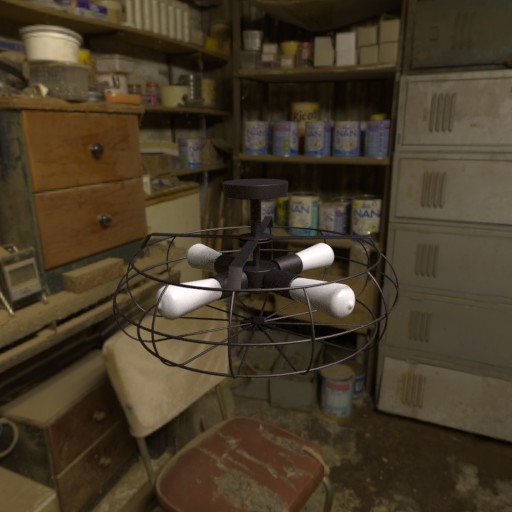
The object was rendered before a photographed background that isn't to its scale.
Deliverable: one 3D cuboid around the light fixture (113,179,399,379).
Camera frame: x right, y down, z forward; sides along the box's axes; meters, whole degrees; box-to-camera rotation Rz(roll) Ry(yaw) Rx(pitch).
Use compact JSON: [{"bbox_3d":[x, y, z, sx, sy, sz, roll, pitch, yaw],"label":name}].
[{"bbox_3d":[0.000,0.000,0.929,0.582,0.311,0.582,0,16,0],"label":"light fixture"}]
